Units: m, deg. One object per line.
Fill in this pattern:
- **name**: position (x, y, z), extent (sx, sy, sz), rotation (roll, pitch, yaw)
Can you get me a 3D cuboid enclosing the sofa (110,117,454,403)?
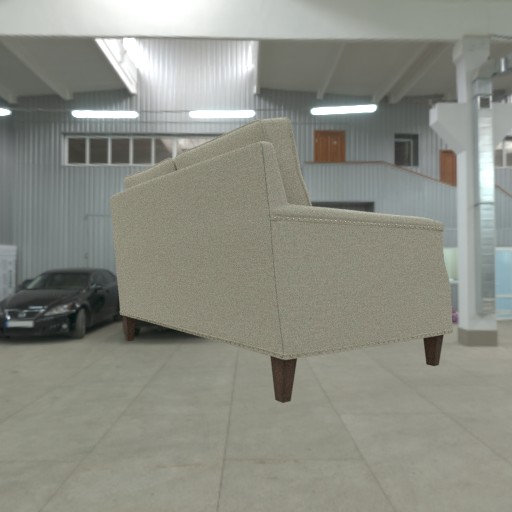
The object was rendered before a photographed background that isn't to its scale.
- **sofa**: position (0.000, 0.000, 2.326), extent (1.084, 1.003, 1.597), rotation (1, -1, -36)
